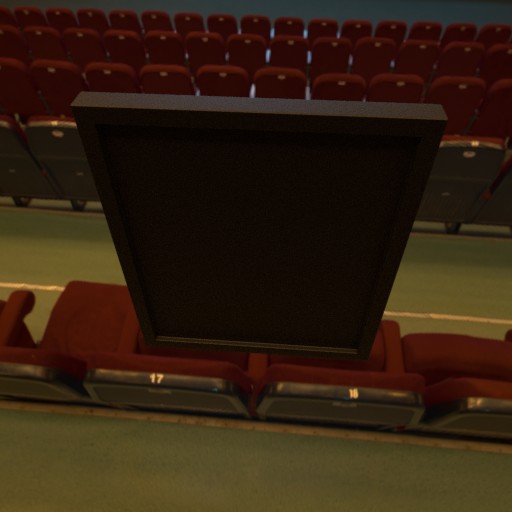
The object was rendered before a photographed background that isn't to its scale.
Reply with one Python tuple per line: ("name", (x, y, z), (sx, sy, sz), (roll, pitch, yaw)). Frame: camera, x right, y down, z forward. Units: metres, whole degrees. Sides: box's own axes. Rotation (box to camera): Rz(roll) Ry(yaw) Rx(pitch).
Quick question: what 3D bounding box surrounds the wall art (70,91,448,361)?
("wall art", (0.000, 0.000, 0.527), (0.328, 0.381, 0.028), (3, 45, 3))
